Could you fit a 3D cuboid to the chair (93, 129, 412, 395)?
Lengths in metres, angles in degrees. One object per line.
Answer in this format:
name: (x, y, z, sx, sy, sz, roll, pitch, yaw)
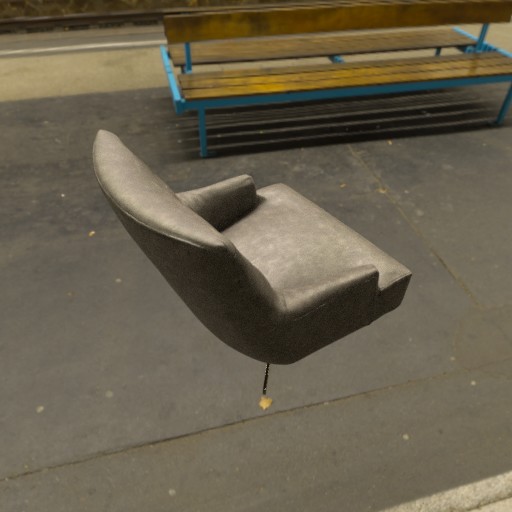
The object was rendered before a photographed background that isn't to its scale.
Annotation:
chair: (0.000, 0.000, 1.539, 0.874, 0.870, 0.738, -26, 47, -26)
